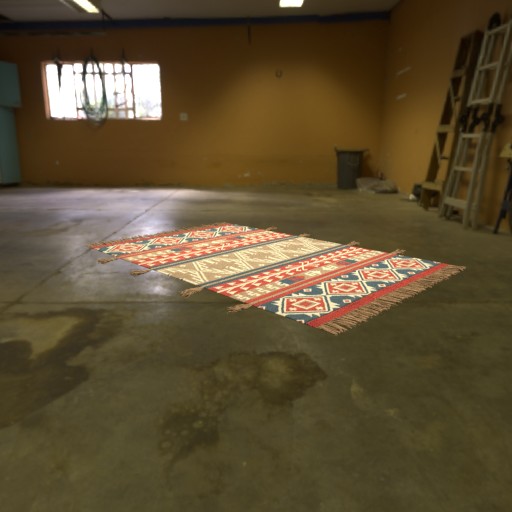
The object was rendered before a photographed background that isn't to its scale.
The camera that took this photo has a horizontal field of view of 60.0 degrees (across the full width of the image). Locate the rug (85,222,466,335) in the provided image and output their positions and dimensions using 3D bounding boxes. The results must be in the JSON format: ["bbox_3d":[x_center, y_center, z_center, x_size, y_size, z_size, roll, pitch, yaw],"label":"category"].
[{"bbox_3d":[0.000,0.000,3.239,2.450,0.048,1.778,14,20,43],"label":"rug"}]
